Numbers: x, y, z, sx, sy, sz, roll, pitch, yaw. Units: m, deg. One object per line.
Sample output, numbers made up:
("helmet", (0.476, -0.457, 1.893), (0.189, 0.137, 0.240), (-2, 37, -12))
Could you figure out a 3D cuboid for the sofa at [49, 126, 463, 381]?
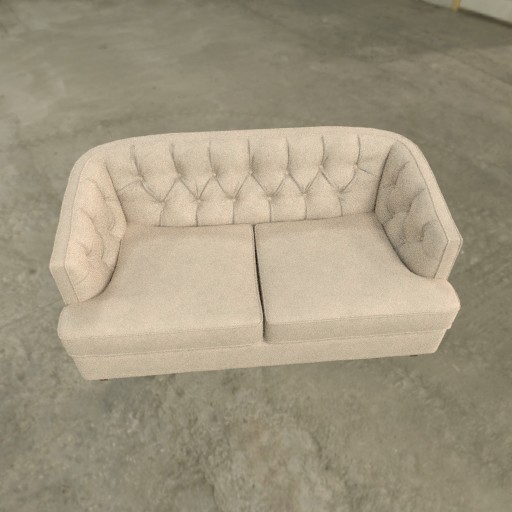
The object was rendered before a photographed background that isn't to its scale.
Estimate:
("sofa", (0.000, 0.000, 2.199), (1.731, 0.878, 0.940), (-4, 46, -4))
